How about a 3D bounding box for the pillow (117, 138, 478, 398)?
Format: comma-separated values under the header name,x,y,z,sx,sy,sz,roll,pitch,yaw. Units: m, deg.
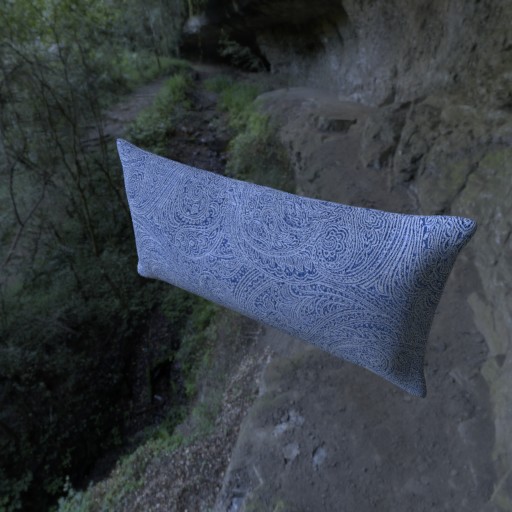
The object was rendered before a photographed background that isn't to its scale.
name,x,y,z,sx,sy,sz,roll,pitch,yaw
pillow,0.000,0.000,0.730,0.615,0.295,0.151,19,36,29
